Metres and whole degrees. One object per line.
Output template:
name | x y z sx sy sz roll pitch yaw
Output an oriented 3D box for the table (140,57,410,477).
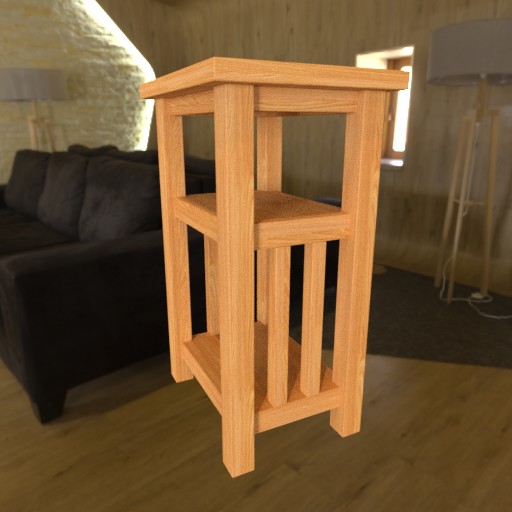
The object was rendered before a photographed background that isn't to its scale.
table | 0.000 0.000 0.738 0.270 0.550 0.350 -8 18 -25
